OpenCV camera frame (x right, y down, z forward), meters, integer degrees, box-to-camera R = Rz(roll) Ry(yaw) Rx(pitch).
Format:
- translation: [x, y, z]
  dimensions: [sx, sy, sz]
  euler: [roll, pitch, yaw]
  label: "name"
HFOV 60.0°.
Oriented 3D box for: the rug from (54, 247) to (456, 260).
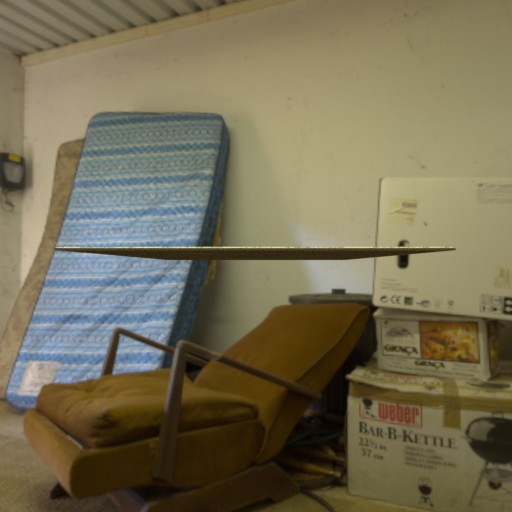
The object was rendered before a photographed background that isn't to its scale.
- translation: [0.000, 0.000, 2.840]
  dimensions: [1.586, 0.014, 2.197]
  euler: [0, -2, 0]
  label: "rug"
